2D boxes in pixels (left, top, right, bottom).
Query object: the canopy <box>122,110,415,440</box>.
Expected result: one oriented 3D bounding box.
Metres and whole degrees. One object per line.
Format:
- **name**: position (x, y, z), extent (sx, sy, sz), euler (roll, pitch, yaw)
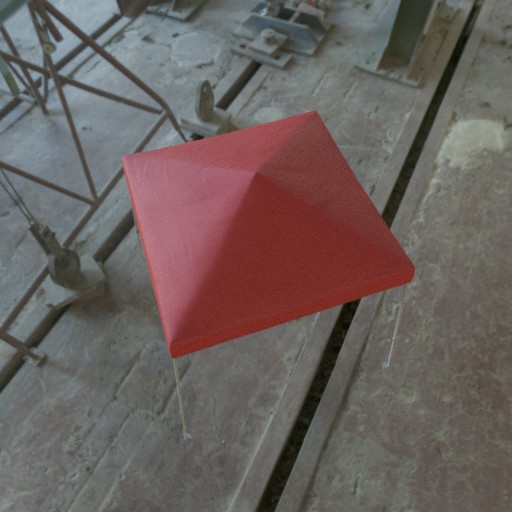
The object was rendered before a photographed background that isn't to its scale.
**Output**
- **canopy**: position (0.000, 0.000, 6.677), extent (3.600, 3.600, 3.599), euler (-16, 59, -10)
